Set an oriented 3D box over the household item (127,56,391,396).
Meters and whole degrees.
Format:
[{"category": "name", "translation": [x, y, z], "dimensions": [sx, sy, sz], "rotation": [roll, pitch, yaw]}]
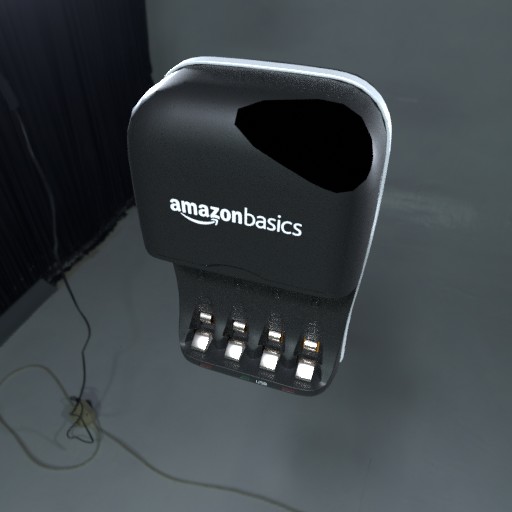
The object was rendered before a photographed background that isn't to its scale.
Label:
[{"category": "household item", "translation": [0.000, 0.000, 0.145], "dimensions": [0.070, 0.114, 0.038], "rotation": [12, 42, 14]}]
